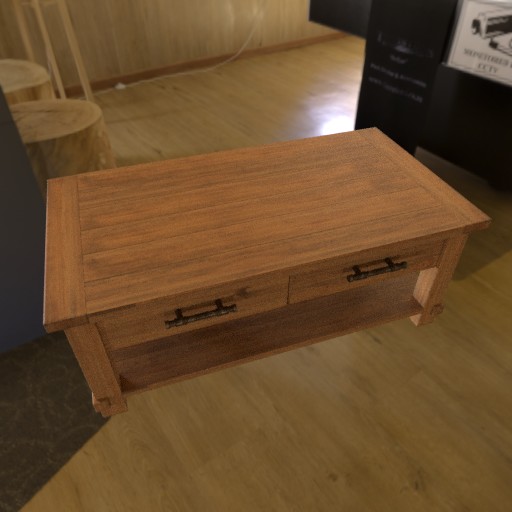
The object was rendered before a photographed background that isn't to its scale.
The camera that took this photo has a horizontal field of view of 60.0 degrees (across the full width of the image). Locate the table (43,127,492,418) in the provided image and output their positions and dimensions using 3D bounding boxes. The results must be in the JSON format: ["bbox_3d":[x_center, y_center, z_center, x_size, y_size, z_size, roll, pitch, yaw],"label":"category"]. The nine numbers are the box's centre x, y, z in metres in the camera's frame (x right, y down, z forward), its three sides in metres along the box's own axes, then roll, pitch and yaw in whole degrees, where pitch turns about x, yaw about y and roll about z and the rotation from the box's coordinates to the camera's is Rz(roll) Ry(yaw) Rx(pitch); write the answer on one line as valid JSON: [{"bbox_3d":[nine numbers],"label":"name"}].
[{"bbox_3d":[0.000,0.000,1.580,1.270,0.494,0.693,-13,42,-14],"label":"table"}]
